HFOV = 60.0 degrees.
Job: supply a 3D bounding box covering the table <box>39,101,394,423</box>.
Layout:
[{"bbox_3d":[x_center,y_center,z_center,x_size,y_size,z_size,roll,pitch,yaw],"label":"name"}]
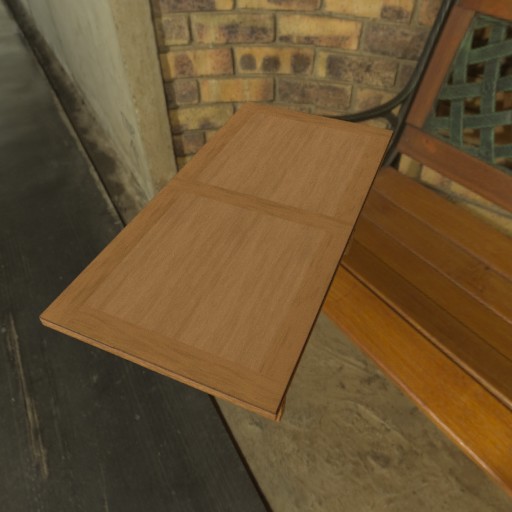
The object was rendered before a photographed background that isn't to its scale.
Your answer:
[{"bbox_3d":[0.000,0.000,2.502,1.000,0.762,1.982,17,48,16],"label":"table"}]
